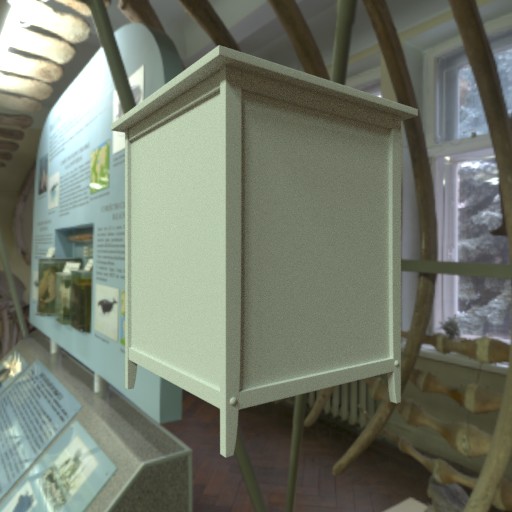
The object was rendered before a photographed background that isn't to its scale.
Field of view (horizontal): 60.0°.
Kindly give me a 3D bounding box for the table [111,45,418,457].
[{"bbox_3d":[0.000,0.000,0.771,0.381,0.483,0.381,0,0,-36],"label":"table"}]
